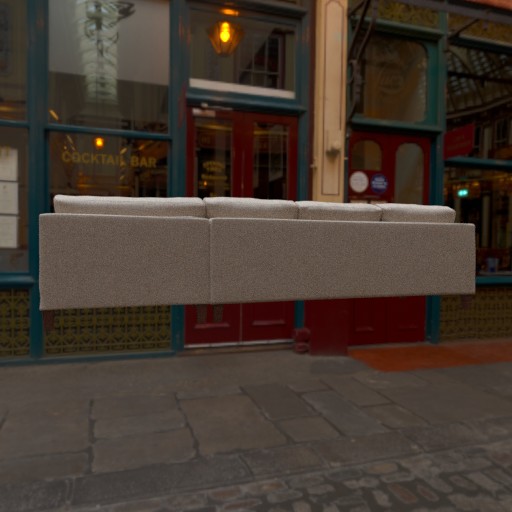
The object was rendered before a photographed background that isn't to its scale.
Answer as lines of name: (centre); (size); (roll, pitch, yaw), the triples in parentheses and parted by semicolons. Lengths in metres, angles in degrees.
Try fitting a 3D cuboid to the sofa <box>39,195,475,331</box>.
sofa: (0.000, 0.000, 3.817); (3.186, 0.846, 1.625); (0, 1, -18)
